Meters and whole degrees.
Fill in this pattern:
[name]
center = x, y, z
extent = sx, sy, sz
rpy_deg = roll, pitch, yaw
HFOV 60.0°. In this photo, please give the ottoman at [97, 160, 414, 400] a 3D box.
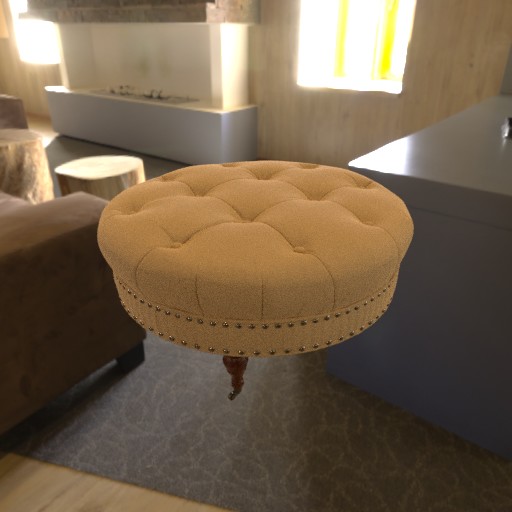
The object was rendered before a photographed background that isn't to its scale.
[ottoman]
center = 0.000, 0.000, 1.383
extent = 0.901, 0.439, 0.901
rpy_deg = 0, 28, 0
